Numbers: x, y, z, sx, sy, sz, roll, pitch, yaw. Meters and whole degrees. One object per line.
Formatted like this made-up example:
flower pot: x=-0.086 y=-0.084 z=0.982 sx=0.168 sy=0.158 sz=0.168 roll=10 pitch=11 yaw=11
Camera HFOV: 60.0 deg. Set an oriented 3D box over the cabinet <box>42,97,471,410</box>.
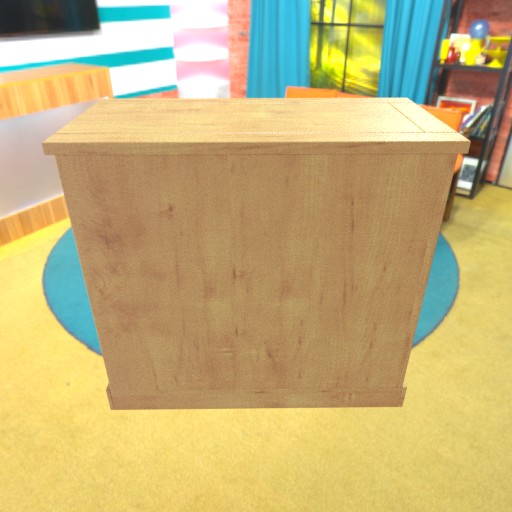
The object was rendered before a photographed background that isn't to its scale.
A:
cabinet: x=0.000 y=0.000 z=1.358 sx=0.920 sy=0.840 sz=0.450 roll=0 pitch=31 yaw=-1
